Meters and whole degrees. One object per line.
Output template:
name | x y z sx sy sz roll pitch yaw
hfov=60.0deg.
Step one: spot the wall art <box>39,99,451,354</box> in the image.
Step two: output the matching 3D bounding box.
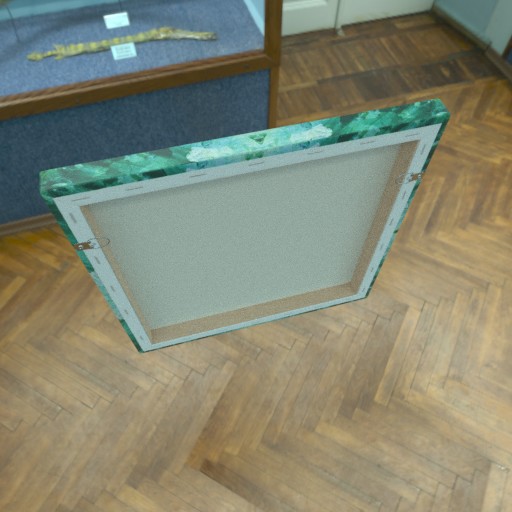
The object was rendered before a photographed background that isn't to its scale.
wall art | 0.000 0.000 0.747 0.507 0.508 0.038 -13 58 -8
